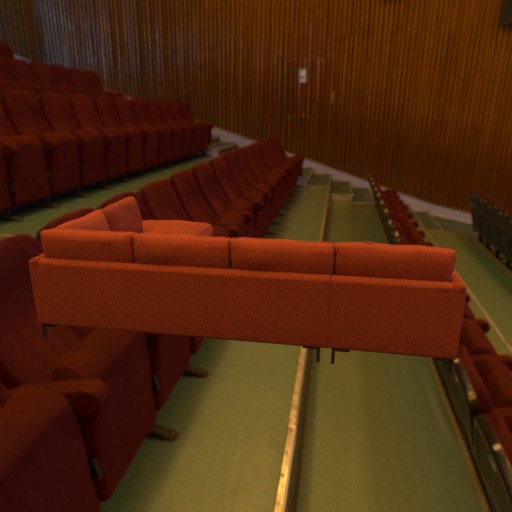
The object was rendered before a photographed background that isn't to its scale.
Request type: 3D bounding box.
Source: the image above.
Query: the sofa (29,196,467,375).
[{"bbox_3d":[0.000,0.000,3.572,2.736,0.757,1.879,3,18,9],"label":"sofa"}]
